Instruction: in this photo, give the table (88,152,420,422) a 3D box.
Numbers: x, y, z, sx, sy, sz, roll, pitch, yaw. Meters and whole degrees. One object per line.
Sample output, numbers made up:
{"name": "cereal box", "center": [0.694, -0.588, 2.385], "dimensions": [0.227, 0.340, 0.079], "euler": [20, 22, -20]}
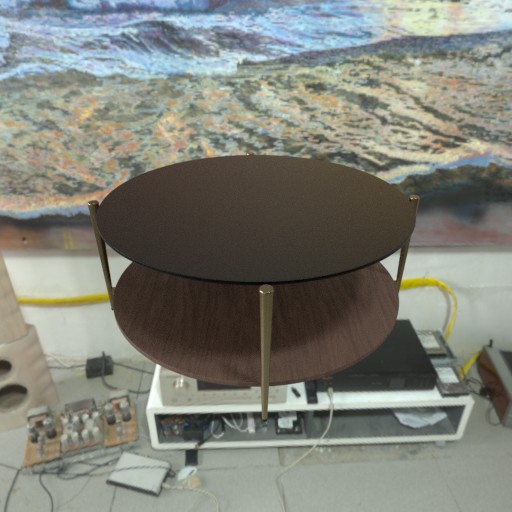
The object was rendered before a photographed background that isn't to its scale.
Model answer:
{"name": "table", "center": [0.000, 0.000, 1.460], "dimensions": [0.938, 0.400, 0.938], "euler": [-17, 34, -28]}
